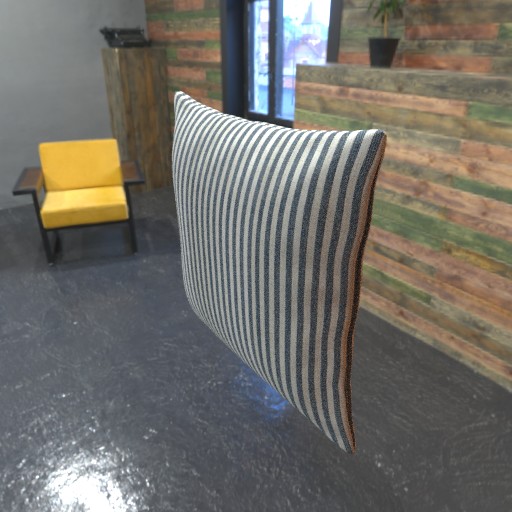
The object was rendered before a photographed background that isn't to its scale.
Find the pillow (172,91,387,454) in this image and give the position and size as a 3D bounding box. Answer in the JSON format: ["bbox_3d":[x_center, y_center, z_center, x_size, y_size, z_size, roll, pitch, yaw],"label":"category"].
[{"bbox_3d":[0.000,0.000,0.786,0.166,0.510,0.523,-17,31,-31],"label":"pillow"}]
